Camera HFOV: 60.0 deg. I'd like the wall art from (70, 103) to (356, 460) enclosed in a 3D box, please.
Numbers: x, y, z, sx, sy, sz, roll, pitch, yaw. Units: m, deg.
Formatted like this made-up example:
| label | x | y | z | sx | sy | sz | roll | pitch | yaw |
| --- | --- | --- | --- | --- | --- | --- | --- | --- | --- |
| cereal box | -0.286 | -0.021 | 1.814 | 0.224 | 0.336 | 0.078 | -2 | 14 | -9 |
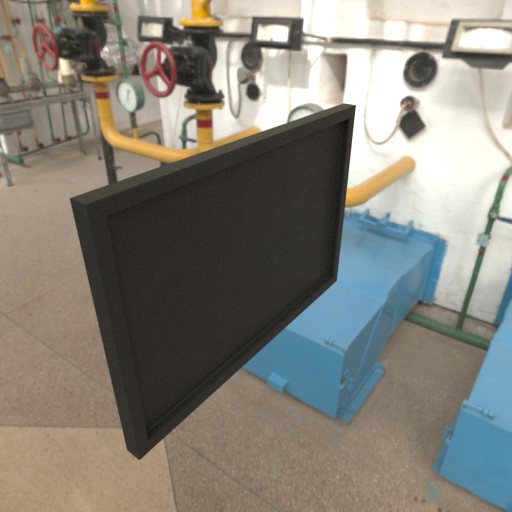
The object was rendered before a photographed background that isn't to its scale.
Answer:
| label | x | y | z | sx | sy | sz | roll | pitch | yaw |
| --- | --- | --- | --- | --- | --- | --- | --- | --- | --- |
| wall art | 0.000 | 0.000 | 0.562 | 0.021 | 0.301 | 0.443 | 21 | 36 | 32 |
